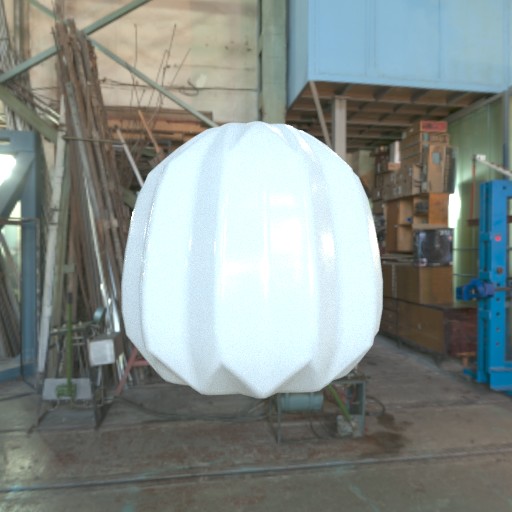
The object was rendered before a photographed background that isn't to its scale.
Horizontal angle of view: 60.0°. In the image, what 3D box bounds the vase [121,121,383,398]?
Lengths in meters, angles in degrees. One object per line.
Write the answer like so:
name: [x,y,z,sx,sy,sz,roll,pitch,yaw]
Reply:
vase: [0.000,0.000,0.244,0.139,0.134,0.139,0,1,0]
